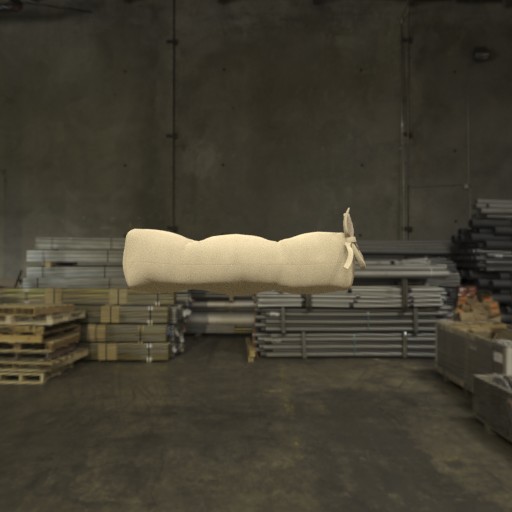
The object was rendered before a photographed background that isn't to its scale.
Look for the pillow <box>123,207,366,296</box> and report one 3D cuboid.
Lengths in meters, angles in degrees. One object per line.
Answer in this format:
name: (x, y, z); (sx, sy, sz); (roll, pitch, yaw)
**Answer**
pillow: (0.000, 0.000, 1.376); (0.511, 0.174, 1.194); (0, 0, 0)
